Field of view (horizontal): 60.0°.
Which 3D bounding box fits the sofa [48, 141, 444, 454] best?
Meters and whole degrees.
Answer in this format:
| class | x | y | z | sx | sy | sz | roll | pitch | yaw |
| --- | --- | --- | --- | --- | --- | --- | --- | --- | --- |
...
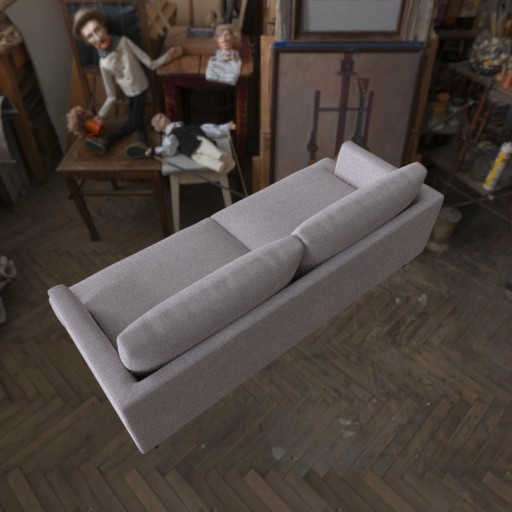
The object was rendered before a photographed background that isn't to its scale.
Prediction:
| class | x | y | z | sx | sy | sz | roll | pitch | yaw |
| --- | --- | --- | --- | --- | --- | --- | --- | --- | --- |
| sofa | 0.000 | 0.000 | 2.722 | 2.250 | 0.868 | 1.020 | -30 | 54 | -25 |
